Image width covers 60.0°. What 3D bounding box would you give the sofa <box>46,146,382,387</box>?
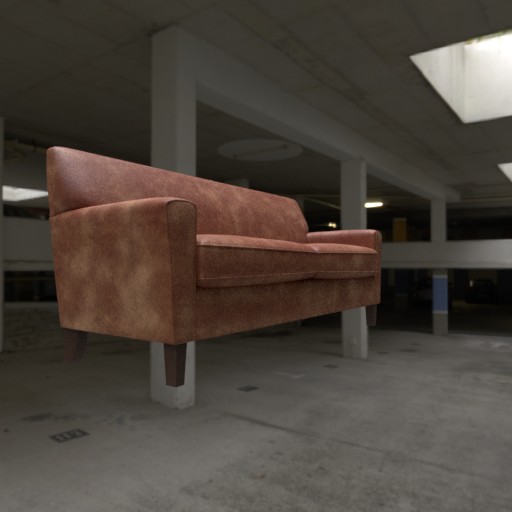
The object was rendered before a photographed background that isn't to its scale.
[{"bbox_3d":[0.000,0.000,2.520,0.805,0.947,2.053,-1,-1,36],"label":"sofa"}]
